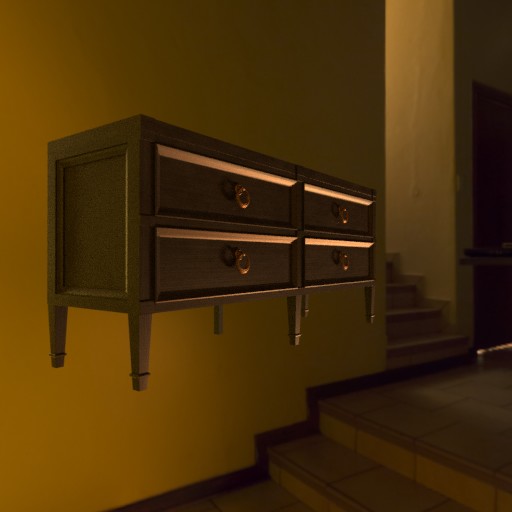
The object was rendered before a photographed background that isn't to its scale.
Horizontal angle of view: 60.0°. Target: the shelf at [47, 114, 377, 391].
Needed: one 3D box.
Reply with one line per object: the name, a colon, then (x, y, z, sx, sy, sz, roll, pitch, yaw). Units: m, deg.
shelf: (0.000, 0.000, 1.896, 0.479, 0.719, 1.575, 0, 0, 37)
